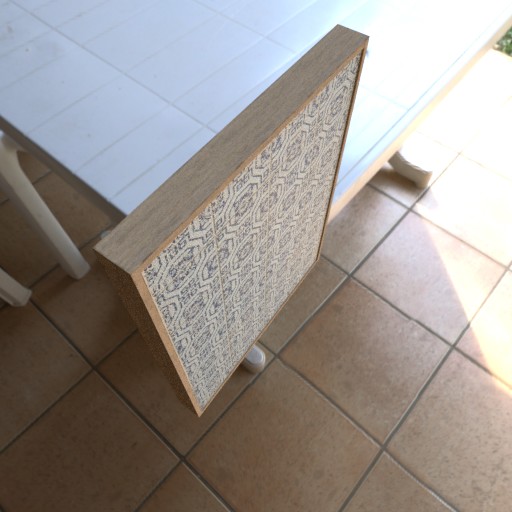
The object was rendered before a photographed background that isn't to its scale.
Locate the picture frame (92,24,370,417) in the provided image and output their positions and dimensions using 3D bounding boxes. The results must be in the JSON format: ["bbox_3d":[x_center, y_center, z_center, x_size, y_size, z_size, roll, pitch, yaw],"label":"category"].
[{"bbox_3d":[0.000,0.000,0.689,0.046,0.526,0.421,31,63,18],"label":"picture frame"}]
